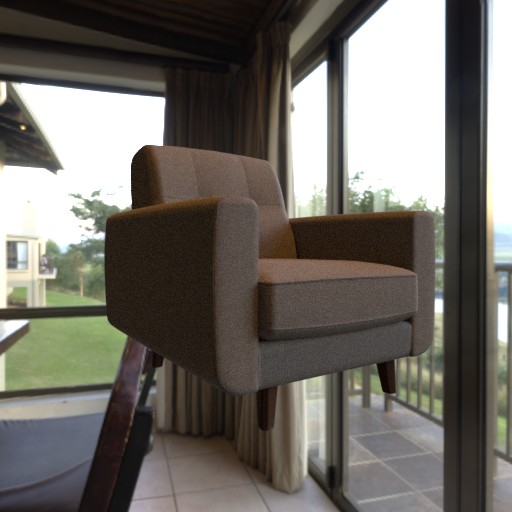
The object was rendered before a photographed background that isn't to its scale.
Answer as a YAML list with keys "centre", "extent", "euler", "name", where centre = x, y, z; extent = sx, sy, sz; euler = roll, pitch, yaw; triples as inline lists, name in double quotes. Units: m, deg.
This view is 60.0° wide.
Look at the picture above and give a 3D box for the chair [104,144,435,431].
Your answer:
- centre: [0.000, 0.000, 1.545]
  extent: [0.831, 0.839, 0.907]
  euler: [-1, 1, -35]
  name: "chair"
